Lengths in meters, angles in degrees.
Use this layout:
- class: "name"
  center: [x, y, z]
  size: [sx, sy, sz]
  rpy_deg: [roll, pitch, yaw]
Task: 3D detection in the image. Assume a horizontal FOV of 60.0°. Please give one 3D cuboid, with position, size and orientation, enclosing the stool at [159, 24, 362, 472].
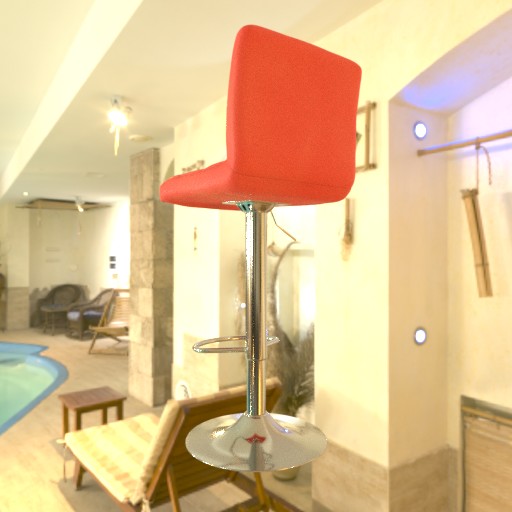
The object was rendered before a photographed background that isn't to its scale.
- class: "stool"
  center: [0.000, 0.000, 1.347]
  size: [0.430, 1.115, 0.505]
  rpy_deg: [0, 0, -35]
